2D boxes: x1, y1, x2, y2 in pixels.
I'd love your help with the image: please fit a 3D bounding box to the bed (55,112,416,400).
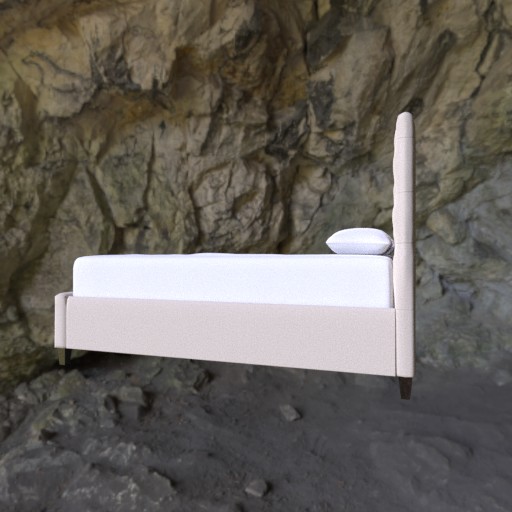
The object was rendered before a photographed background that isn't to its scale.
[{"bbox_3d":[0.000,0.000,3.322,2.233,1.426,1.696,0,0,19],"label":"bed"}]
